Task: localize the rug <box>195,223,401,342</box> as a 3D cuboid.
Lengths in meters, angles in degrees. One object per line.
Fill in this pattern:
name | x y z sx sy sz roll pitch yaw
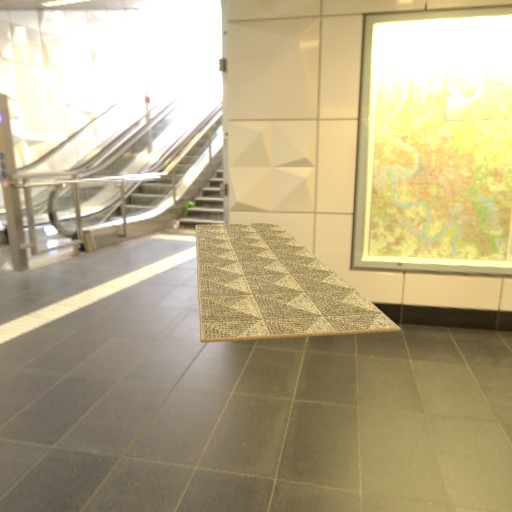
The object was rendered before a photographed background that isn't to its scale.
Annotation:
rug | 0.000 0.000 2.421 0.645 0.015 2.182 -2 13 -8
